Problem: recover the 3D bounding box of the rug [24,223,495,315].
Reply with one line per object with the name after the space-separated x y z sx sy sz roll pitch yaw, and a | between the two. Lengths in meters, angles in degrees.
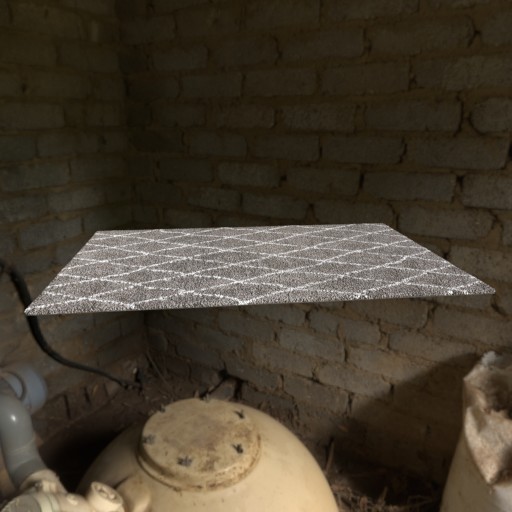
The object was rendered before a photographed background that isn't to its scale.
0.000 0.000 3.386 2.743 0.030 1.778 -2 18 -6 | rug
